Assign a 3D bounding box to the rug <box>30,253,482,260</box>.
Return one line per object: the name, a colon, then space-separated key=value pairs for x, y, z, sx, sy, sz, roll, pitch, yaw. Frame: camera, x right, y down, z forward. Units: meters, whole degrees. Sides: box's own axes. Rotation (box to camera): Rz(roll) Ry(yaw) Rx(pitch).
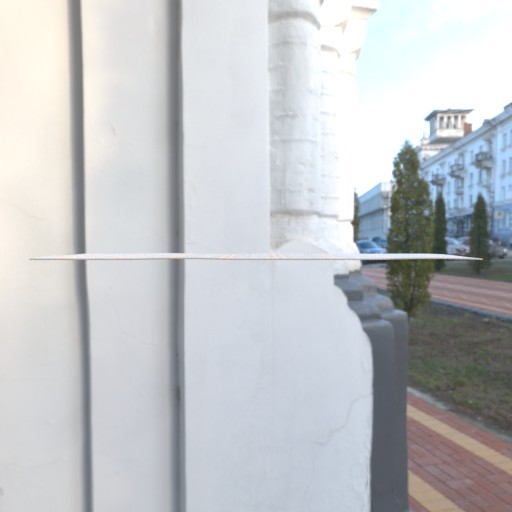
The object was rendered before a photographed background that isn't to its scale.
rug: x=0.000 y=0.000 z=2.766 sx=2.439 sy=0.013 sz=0.762 roll=0 pitch=2 yaw=0
